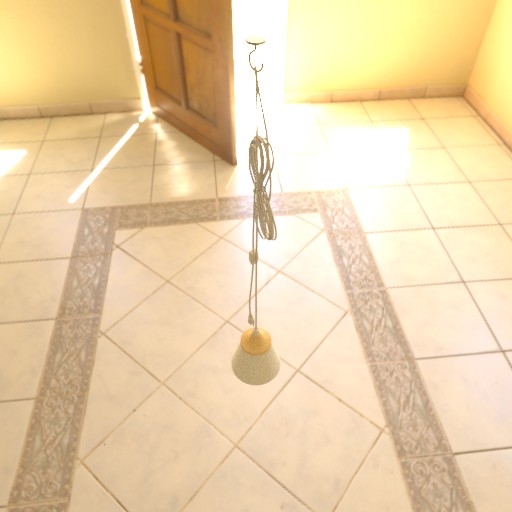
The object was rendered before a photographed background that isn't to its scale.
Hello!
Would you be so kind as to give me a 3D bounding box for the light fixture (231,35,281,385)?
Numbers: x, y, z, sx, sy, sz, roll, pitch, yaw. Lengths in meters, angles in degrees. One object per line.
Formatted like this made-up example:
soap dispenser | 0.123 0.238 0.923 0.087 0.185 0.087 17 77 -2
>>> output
light fixture | 0.000 0.000 1.030 0.153 0.966 0.153 -11 48 -11
